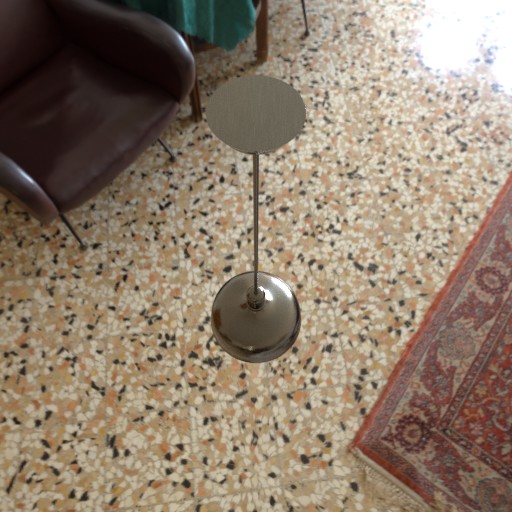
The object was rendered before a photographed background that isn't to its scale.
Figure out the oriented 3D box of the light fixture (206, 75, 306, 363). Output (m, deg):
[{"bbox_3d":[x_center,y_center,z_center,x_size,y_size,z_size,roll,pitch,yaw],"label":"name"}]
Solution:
[{"bbox_3d":[0.000,0.000,1.047,0.299,0.935,0.299,1,64,1],"label":"light fixture"}]
